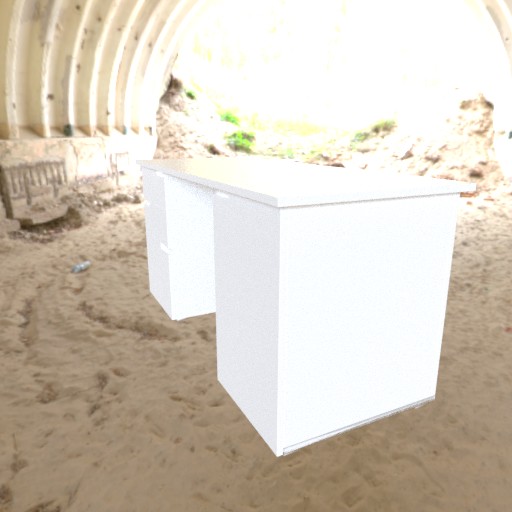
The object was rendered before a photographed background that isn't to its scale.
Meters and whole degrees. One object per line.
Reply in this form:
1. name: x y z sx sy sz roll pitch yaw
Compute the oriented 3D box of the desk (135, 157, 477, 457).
1. desk: 0.000 0.000 1.947 0.670 0.760 1.580 -8 17 -25
